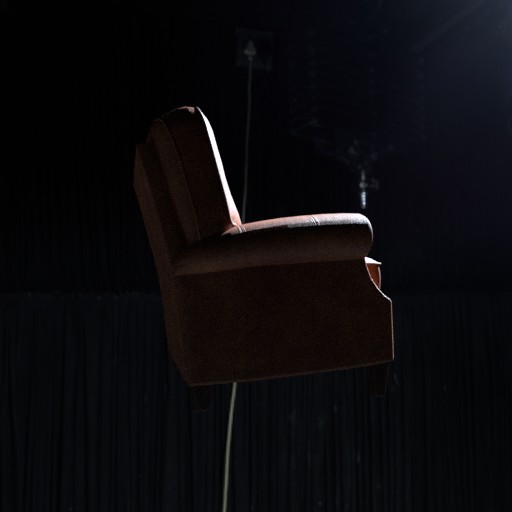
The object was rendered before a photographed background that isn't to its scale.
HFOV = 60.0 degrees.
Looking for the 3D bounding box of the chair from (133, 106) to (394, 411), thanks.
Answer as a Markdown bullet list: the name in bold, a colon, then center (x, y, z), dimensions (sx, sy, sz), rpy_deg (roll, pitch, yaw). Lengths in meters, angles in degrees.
- **chair**: center (0.000, 0.000, 1.850), dimensions (0.986, 1.018, 0.936), rpy_deg (0, -2, -16)
